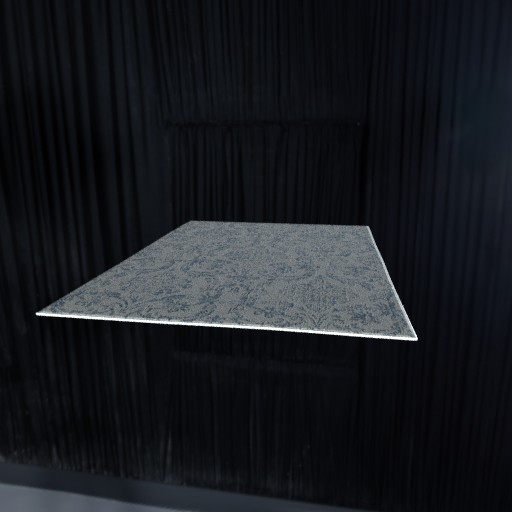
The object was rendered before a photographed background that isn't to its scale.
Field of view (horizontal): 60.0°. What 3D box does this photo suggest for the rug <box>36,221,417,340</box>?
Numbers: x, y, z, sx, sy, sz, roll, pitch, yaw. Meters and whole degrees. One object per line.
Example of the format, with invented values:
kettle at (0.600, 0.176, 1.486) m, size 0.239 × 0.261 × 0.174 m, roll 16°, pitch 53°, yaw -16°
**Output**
rug at (0.000, 0.000, 2.842) m, size 1.586 × 0.014 × 2.197 m, roll 2°, pitch 15°, yaw 9°
